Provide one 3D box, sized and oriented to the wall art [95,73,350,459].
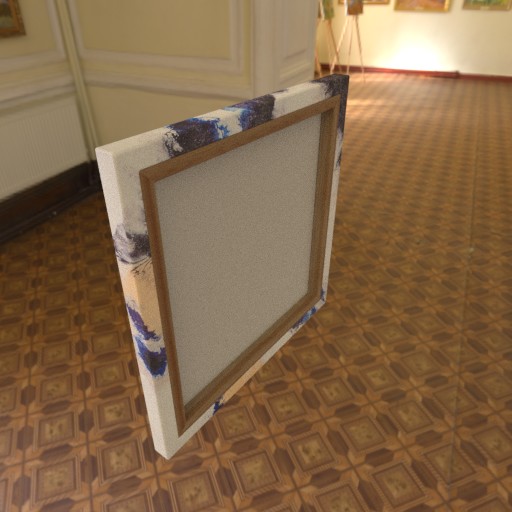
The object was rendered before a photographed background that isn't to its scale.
[{"bbox_3d":[0.000,0.000,0.901,0.039,0.609,0.609,22,39,31],"label":"wall art"}]
